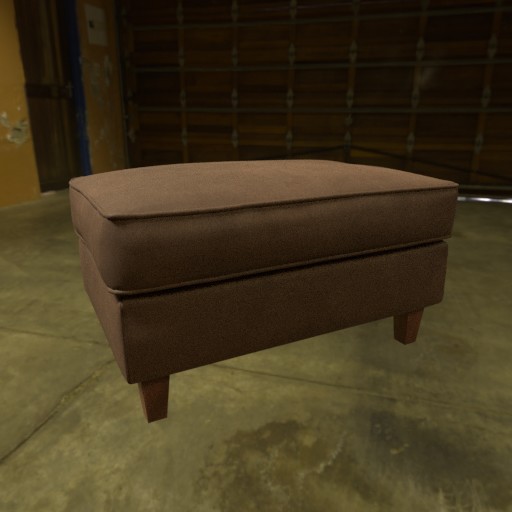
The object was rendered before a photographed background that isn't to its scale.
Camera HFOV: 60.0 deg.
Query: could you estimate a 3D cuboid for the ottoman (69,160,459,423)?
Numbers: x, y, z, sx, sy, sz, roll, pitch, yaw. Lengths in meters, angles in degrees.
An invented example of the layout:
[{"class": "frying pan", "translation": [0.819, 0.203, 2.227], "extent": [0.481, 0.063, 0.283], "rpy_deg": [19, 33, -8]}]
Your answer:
[{"class": "ottoman", "translation": [0.000, 0.000, 1.187], "extent": [0.860, 0.481, 0.596], "rpy_deg": [-9, 19, -26]}]
